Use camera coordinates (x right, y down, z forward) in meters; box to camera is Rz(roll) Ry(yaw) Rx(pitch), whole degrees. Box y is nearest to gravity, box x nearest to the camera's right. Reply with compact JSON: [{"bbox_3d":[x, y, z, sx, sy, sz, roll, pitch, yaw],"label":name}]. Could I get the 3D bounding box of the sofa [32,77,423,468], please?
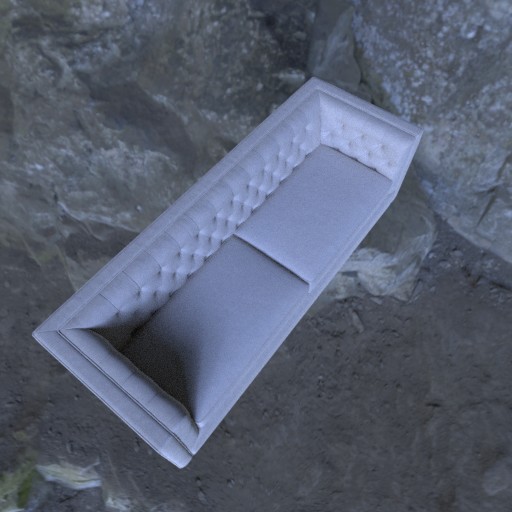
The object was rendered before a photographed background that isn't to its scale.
[{"bbox_3d":[0.000,0.000,2.529,0.775,0.762,2.159,34,65,18],"label":"sofa"}]
